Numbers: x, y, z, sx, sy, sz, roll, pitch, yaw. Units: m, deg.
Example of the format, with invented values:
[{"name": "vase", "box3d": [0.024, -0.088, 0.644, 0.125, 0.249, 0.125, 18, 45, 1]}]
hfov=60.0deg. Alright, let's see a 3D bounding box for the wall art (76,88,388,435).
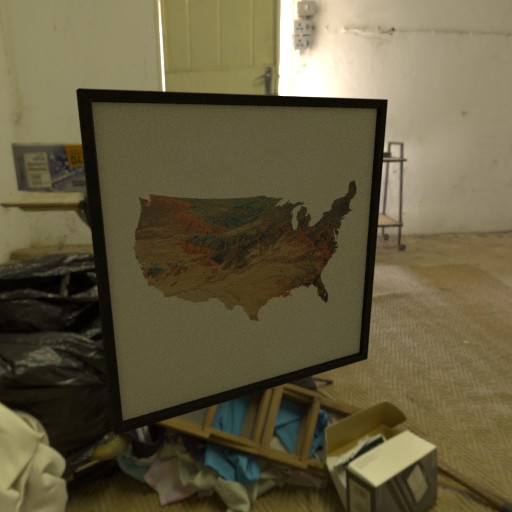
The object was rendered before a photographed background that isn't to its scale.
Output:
[{"name": "wall art", "box3d": [0.000, 0.000, 0.444, 0.304, 0.303, 0.015, -8, 18, -26]}]
